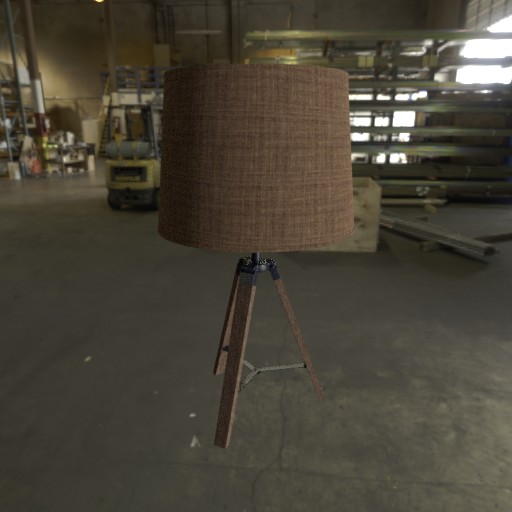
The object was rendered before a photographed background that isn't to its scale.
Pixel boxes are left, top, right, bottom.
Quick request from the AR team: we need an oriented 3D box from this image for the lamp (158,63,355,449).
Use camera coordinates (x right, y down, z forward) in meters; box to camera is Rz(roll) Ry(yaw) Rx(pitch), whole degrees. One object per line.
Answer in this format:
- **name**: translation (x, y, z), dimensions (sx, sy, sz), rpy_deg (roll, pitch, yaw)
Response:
- **lamp**: translation (0.000, 0.000, 0.679), dimensions (0.290, 0.514, 0.290), rpy_deg (0, 17, 0)
